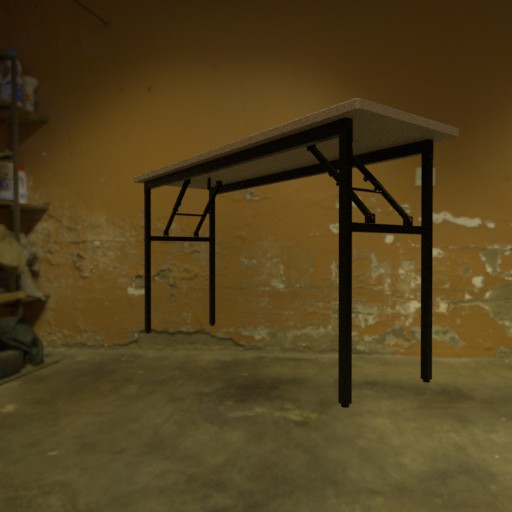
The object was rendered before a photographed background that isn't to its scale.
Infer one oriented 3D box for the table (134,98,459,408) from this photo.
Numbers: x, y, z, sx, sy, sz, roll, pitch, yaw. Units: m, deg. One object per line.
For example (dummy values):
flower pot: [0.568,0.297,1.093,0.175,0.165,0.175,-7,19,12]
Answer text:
table: [0.000,0.000,1.724,0.447,0.750,1.397,0,1,-37]
